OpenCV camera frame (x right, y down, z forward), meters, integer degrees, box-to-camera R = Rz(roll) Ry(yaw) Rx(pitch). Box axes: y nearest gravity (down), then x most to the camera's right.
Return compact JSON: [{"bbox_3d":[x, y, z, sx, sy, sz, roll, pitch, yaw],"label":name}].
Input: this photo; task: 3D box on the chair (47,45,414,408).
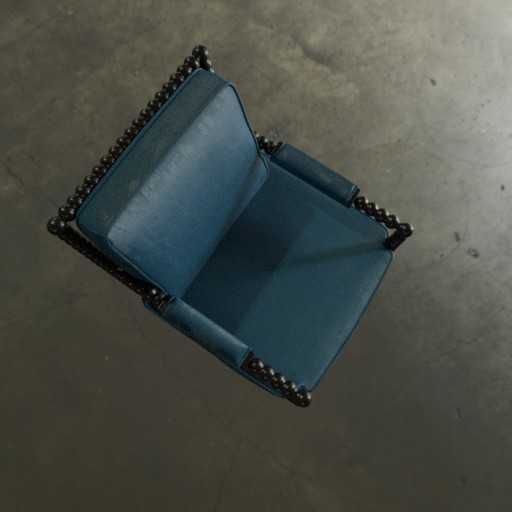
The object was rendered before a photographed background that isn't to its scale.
[{"bbox_3d":[0.000,0.000,1.461,0.805,0.857,0.688,33,77,9],"label":"chair"}]
